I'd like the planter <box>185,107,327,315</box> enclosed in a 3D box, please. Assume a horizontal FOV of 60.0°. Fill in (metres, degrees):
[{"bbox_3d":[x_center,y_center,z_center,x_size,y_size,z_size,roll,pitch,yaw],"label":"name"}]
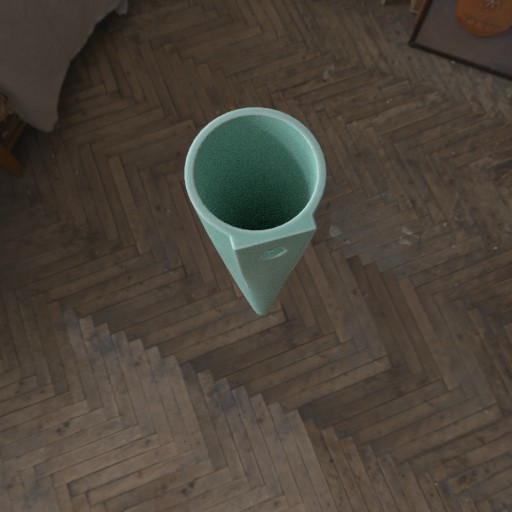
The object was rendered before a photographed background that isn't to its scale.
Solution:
[{"bbox_3d":[0.000,0.000,0.298,0.054,0.268,0.055,-15,77,-4],"label":"planter"}]
